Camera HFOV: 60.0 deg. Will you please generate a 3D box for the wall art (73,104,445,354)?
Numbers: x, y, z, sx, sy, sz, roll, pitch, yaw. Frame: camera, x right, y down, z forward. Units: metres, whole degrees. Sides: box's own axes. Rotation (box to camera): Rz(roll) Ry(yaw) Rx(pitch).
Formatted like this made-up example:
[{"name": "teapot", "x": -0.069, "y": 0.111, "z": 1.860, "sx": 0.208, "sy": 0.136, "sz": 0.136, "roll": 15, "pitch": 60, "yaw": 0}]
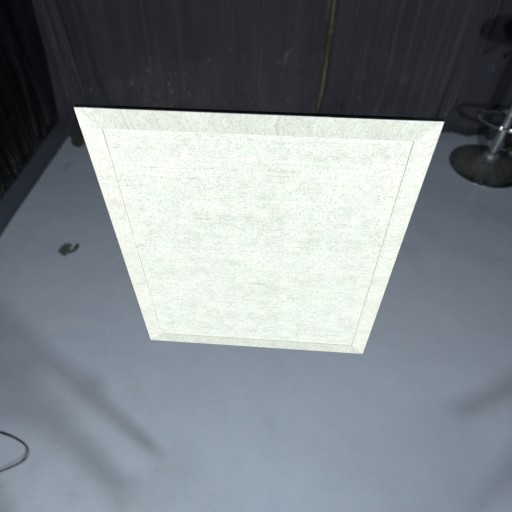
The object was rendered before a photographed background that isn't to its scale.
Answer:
[{"name": "wall art", "x": 0.000, "y": 0.000, "z": 0.629, "sx": 0.381, "sy": 0.457, "sz": 0.023, "roll": 3, "pitch": 48, "yaw": 3}]
